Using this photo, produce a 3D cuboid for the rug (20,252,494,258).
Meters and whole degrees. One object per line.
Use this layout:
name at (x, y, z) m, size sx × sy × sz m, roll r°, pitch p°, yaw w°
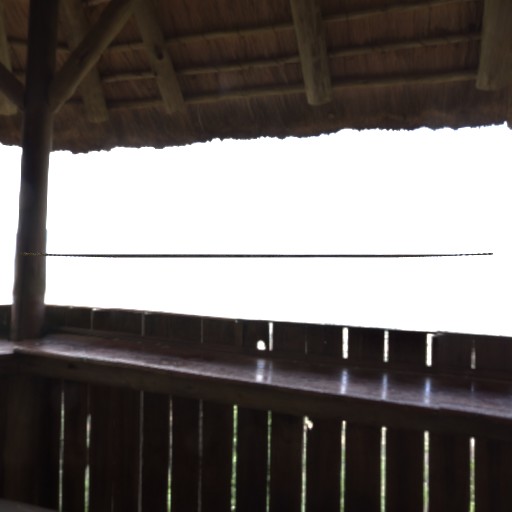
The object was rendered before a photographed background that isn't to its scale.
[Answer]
rug at (0.000, 0.000, 2.303) m, size 1.875 × 0.013 × 1.162 m, roll 0°, pitch -1°, yaw 0°
